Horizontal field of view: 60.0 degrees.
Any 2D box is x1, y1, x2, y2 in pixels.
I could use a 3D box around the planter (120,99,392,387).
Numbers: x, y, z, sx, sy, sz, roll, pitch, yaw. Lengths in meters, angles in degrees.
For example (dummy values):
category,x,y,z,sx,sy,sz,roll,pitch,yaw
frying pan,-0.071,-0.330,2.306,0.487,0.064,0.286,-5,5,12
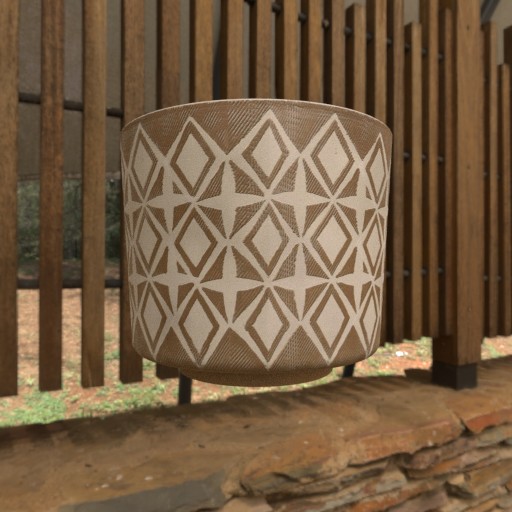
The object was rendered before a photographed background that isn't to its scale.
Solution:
category,x,y,z,sx,sy,sz,roll,pitch,yaw
planter,0.000,0.000,0.441,0.260,0.220,0.260,0,-1,0
